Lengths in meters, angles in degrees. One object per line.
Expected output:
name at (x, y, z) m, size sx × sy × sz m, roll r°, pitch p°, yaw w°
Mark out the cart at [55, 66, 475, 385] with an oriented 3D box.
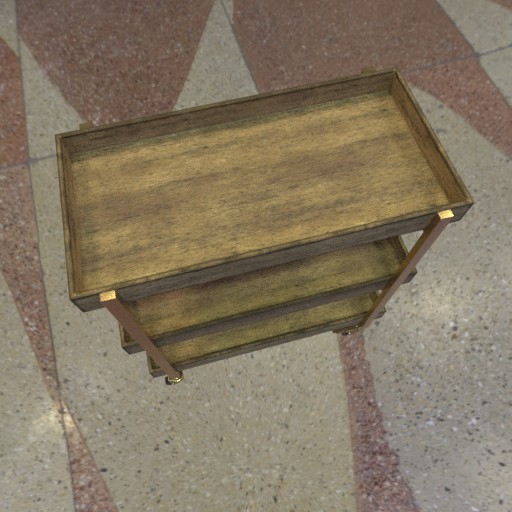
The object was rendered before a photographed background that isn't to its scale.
cart at (0.000, 0.000, 1.225) m, size 0.750 × 0.799 × 0.416 m, roll -14°, pitch 65°, yaw -6°
